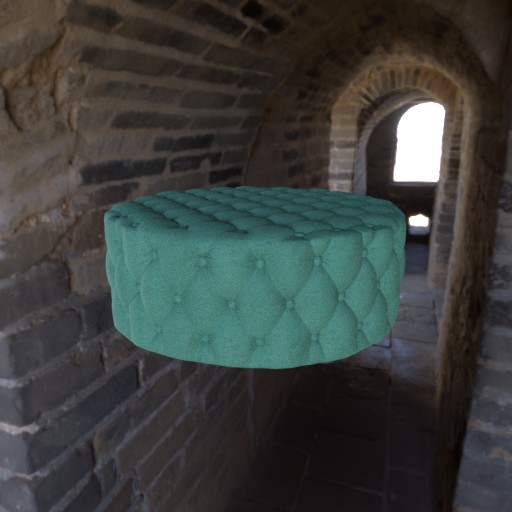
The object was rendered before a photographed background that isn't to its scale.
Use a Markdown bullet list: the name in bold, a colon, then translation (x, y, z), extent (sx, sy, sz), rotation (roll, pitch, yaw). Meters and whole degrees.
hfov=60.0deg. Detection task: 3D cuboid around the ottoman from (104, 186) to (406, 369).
- **ottoman**: translation (0.000, 0.000, 1.552), extent (0.998, 0.399, 0.998), rotation (0, 16, 0)
